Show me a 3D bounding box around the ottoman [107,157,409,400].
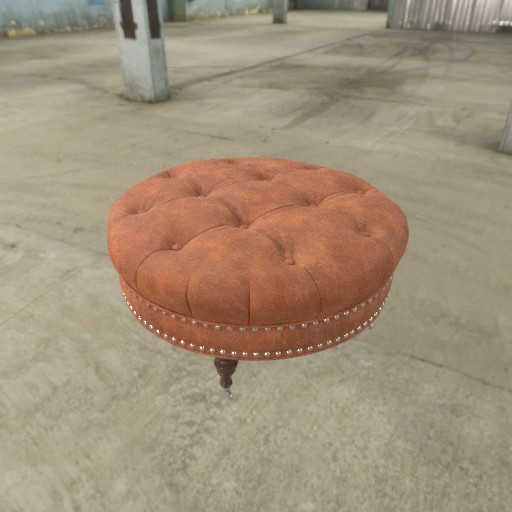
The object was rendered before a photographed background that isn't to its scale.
[{"bbox_3d":[0.000,0.000,1.424,0.901,0.444,0.901,0,30,0],"label":"ottoman"}]
